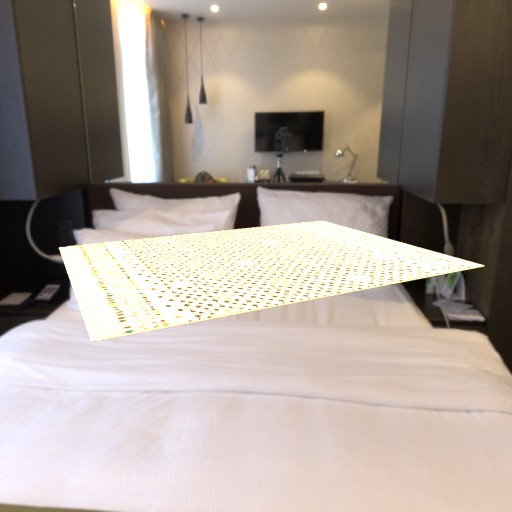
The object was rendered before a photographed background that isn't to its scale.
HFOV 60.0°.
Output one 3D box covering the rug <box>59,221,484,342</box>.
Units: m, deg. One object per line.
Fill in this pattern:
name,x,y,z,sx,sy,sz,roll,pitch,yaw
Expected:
rug,0.000,0.000,1.999,1.556,0.006,1.146,-8,17,-26
